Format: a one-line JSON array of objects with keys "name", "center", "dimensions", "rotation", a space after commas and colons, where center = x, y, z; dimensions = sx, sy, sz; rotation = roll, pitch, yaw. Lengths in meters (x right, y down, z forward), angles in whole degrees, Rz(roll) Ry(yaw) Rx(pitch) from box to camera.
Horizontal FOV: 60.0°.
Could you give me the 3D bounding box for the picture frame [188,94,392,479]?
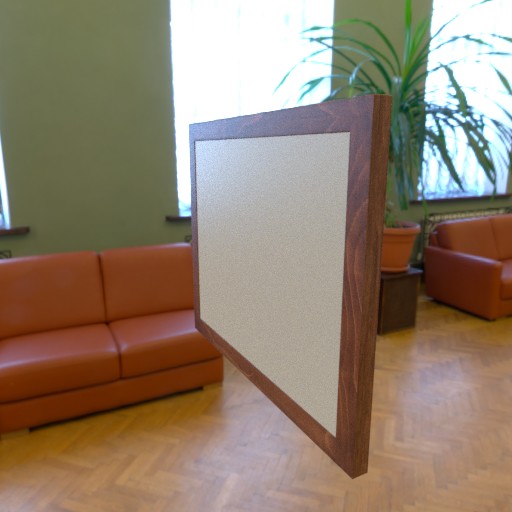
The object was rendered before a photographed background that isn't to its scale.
[{"name": "picture frame", "center": [0.000, 0.000, 0.749], "dimensions": [0.025, 0.457, 0.559], "rotation": [-7, 15, -27]}]
